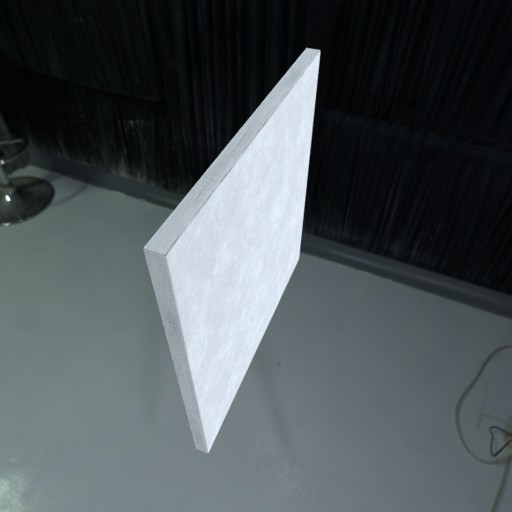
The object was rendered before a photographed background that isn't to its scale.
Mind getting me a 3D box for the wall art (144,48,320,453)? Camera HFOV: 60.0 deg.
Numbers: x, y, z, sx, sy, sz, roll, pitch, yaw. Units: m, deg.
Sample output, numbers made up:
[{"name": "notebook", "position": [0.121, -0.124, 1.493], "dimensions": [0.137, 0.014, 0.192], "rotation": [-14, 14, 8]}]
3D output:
[{"name": "wall art", "position": [0.000, 0.000, 0.454], "dimensions": [0.015, 0.303, 0.303], "rotation": [16, 49, 15]}]
